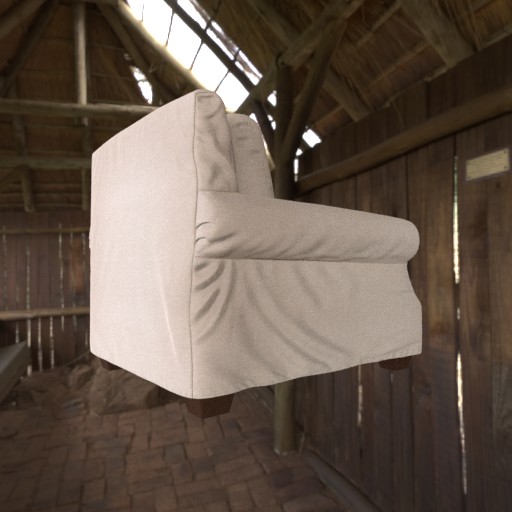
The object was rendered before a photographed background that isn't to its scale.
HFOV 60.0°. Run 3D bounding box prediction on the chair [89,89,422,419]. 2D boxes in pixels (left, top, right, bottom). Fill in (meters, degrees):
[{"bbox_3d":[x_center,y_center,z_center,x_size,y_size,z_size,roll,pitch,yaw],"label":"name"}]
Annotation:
[{"bbox_3d":[0.000,0.000,1.727,1.066,0.866,0.940,1,-2,-38],"label":"chair"}]
